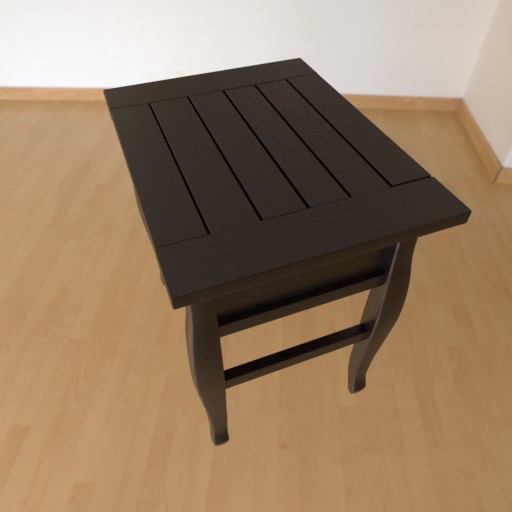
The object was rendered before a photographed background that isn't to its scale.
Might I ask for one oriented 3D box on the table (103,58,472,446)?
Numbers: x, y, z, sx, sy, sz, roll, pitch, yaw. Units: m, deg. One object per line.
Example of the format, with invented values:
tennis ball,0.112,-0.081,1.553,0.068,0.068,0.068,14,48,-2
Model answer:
table,0.000,0.000,1.014,0.460,0.604,0.602,-16,48,-15
